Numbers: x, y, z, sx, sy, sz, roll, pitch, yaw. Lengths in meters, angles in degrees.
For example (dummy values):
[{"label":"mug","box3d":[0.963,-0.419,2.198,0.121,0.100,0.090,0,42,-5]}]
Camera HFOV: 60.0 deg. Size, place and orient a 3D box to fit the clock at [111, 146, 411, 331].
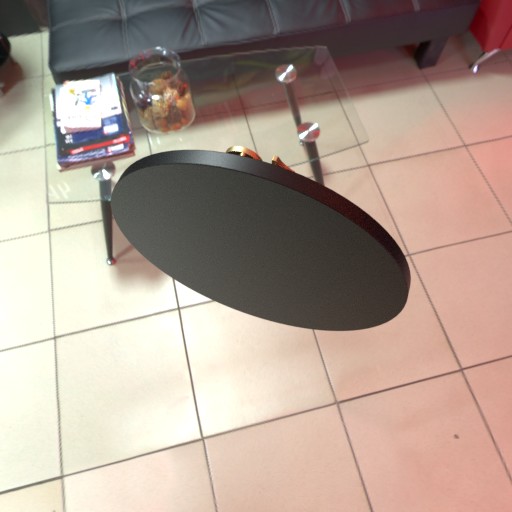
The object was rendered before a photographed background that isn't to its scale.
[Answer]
[{"label":"clock","box3d":[0.000,0.000,0.679,0.454,0.454,0.038,17,64,8]}]
